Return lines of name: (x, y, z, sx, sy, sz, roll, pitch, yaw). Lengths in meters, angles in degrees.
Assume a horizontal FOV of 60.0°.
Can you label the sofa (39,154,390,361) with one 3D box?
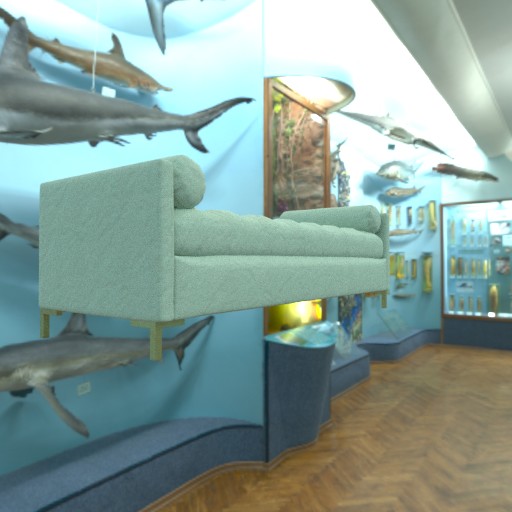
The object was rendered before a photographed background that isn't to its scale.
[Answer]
sofa: (0.000, 0.000, 2.480, 0.796, 0.705, 2.102, -1, -1, 37)
